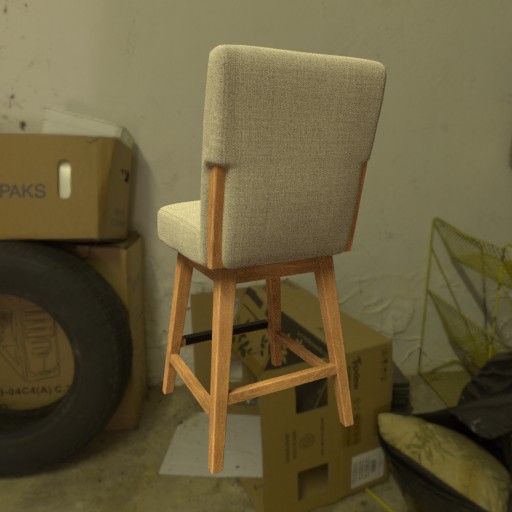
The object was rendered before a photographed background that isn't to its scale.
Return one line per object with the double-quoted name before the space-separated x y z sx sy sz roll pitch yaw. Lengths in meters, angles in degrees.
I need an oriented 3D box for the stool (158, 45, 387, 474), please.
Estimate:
"stool" 0.000 0.000 1.281 0.459 1.010 0.526 -7 16 -27
